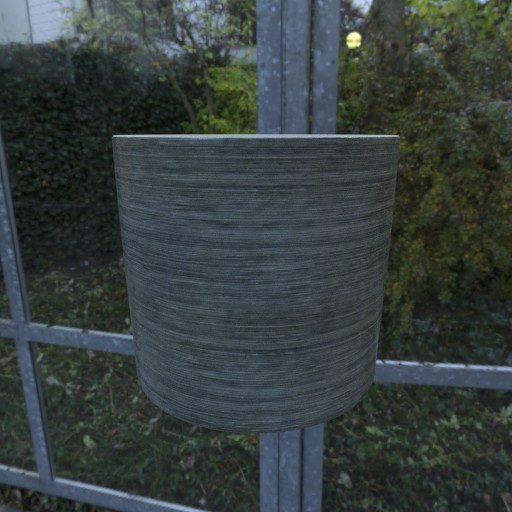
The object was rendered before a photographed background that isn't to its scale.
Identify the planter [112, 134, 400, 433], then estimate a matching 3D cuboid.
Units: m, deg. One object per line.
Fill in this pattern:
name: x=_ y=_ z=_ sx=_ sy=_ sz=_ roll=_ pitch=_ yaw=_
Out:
planter: x=0.000 y=0.000 z=0.383 sx=0.221 sy=0.201 sz=0.221 roll=0 pitch=16 yaw=0
